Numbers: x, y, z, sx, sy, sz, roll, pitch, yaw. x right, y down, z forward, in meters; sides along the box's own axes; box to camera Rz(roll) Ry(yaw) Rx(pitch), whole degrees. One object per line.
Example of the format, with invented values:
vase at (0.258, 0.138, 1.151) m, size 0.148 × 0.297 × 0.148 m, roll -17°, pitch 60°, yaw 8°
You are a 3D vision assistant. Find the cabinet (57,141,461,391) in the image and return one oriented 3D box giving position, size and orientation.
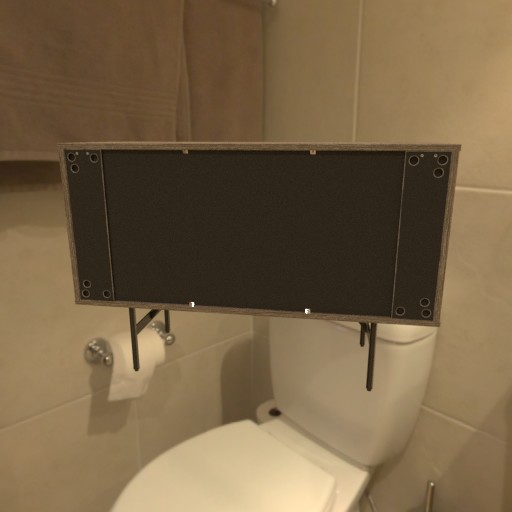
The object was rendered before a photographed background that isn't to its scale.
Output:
cabinet at (0.000, 0.000, 1.588) m, size 1.194 × 0.787 × 0.405 m, roll 2°, pitch 15°, yaw 9°
